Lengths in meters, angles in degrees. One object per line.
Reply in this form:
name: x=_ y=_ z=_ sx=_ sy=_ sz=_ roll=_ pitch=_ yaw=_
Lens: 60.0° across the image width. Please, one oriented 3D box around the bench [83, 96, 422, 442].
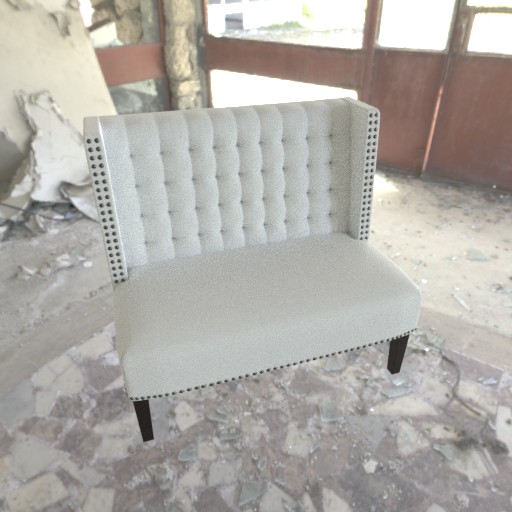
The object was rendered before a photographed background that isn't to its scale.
bench: x=0.000 y=0.000 z=1.978 sx=1.280 sy=1.123 sz=0.847 roll=-10 pitch=33 yaw=-15
